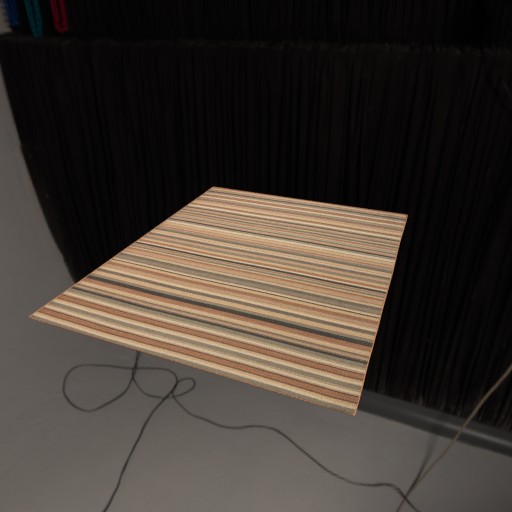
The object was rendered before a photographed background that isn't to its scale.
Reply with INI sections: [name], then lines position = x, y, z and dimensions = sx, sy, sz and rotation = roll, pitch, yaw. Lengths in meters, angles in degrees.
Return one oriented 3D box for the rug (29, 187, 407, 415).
[rug]
position = 0.000, 0.000, 4.133
dimensions = 2.436, 0.011, 3.045
rotation = 11, 31, 19
